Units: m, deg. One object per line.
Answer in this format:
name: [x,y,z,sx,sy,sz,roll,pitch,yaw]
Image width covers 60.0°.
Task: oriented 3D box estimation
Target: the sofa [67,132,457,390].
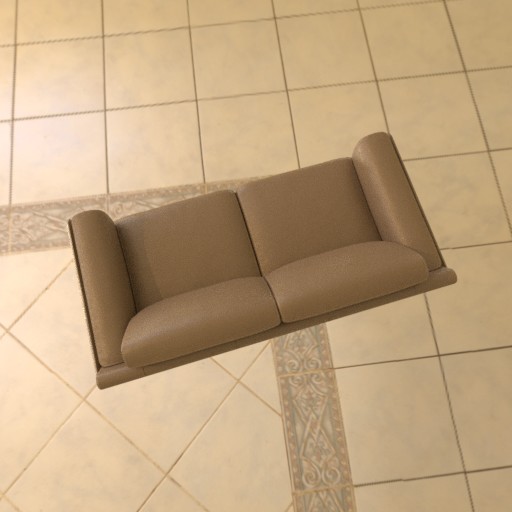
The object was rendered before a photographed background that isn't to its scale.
sofa: [0.000,0.000,2.731,2.101,0.930,1.049,-16,76,-4]
